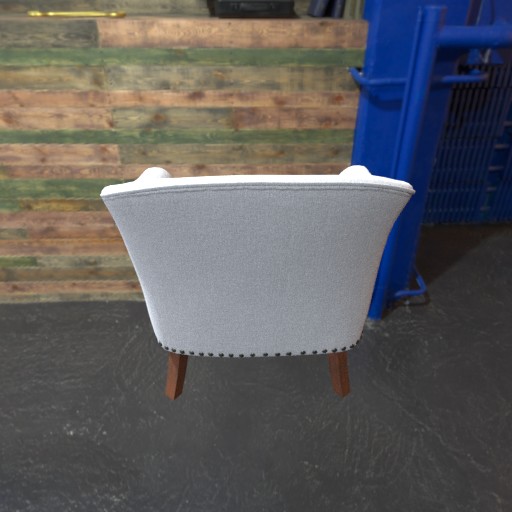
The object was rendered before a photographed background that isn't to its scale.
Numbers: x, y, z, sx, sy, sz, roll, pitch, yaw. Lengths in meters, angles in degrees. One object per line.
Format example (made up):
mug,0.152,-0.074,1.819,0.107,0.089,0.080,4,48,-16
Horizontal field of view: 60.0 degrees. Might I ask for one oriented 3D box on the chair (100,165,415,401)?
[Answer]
chair,0.000,0.000,1.428,0.798,0.815,0.704,0,32,-1
